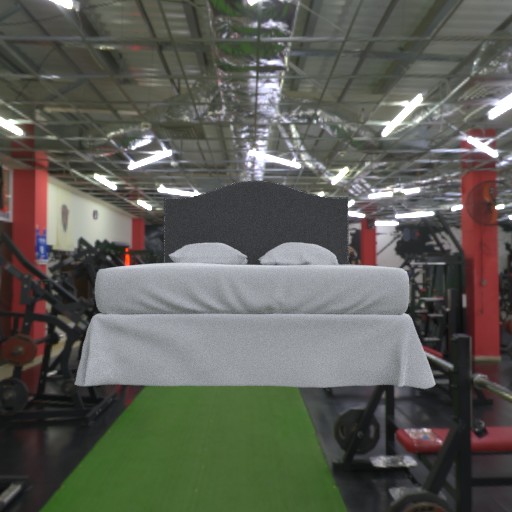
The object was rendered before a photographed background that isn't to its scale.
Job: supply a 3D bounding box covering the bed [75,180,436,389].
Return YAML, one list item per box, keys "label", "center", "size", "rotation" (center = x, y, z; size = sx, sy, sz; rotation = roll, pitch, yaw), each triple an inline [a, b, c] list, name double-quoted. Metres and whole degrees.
- label: "bed"
  center: [0.000, 0.000, 3.736]
  size: [2.314, 1.651, 2.219]
  rotation: [0, -1, 1]
